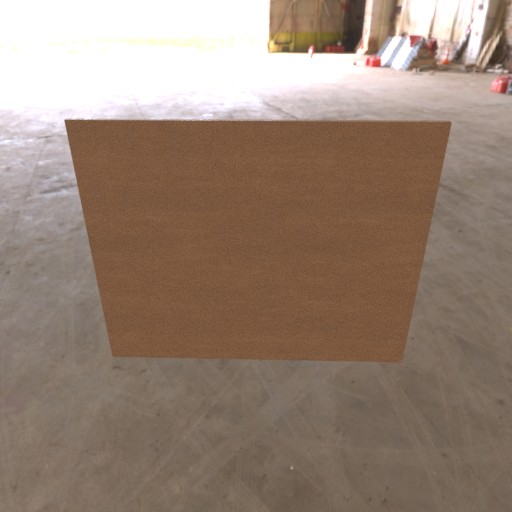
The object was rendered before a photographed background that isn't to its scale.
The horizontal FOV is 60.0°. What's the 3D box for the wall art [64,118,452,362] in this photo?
[{"bbox_3d":[0.000,0.000,0.682,0.508,0.408,0.010,1,29,1],"label":"wall art"}]
